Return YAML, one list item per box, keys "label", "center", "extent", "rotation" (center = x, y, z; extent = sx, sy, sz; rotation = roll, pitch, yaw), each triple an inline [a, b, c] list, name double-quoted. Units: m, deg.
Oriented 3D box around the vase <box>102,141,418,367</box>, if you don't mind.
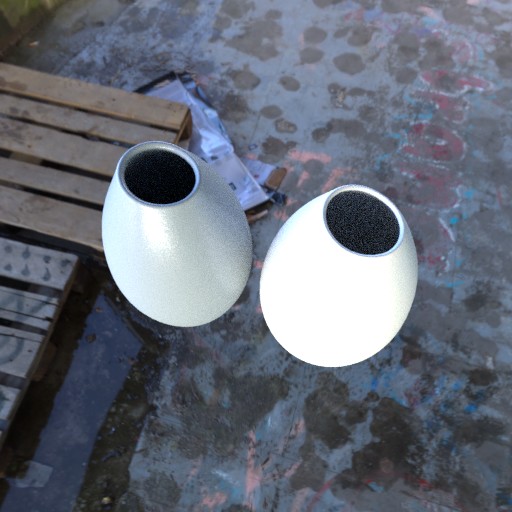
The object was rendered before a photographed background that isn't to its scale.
- label: "vase"
  center: [0.000, 0.000, 0.260]
  extent: [0.187, 0.131, 0.089]
  rotation: [14, 64, 7]
